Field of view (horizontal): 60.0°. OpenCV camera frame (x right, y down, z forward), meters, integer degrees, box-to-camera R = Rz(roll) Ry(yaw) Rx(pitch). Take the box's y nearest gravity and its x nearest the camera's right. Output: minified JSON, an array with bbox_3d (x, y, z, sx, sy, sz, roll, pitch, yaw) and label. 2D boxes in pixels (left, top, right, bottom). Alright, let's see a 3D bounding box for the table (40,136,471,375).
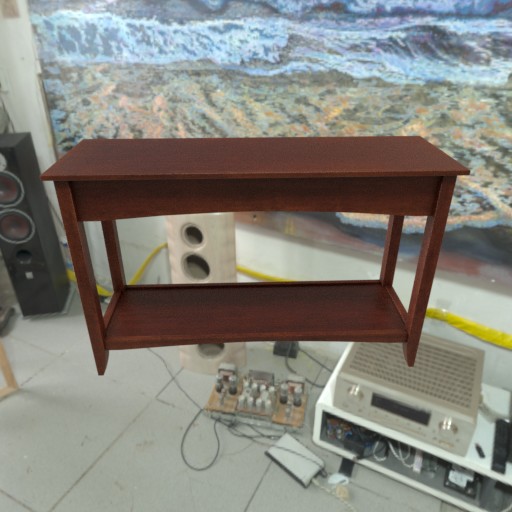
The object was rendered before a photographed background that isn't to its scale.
[{"bbox_3d":[0.000,0.000,1.567,1.188,0.739,0.392,-1,29,-2],"label":"table"}]
